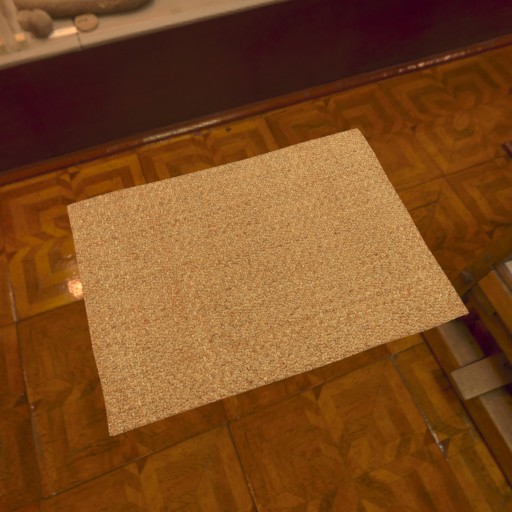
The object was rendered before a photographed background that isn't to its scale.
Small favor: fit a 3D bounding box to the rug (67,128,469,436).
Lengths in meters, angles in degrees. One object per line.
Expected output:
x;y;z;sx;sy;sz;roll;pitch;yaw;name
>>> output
0.000;0.000;2.788;2.141;0.013;1.566;-17;64;-9;rug
